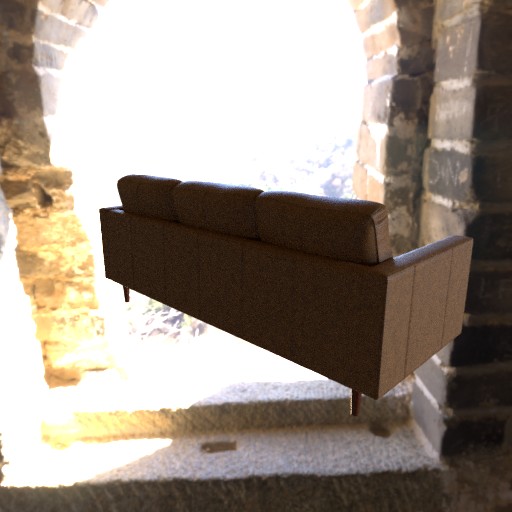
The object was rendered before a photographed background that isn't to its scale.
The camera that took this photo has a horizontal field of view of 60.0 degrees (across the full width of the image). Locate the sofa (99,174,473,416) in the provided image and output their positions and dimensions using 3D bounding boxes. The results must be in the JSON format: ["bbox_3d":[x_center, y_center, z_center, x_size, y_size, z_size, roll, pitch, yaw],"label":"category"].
[{"bbox_3d":[0.000,0.000,2.729,2.231,0.930,0.903,14,21,43],"label":"sofa"}]
